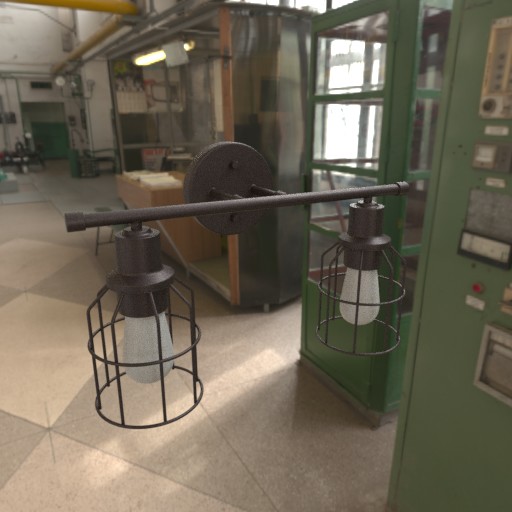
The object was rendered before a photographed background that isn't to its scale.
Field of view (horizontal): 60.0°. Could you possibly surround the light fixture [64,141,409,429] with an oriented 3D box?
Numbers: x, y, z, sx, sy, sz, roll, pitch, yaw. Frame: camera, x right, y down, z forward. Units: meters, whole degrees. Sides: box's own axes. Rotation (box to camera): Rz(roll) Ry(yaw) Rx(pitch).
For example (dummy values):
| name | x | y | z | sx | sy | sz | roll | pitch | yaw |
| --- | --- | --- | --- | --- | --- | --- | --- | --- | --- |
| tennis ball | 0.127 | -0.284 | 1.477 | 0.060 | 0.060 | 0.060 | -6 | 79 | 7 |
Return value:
| name | x | y | z | sx | sy | sz | roll | pitch | yaw |
| --- | --- | --- | --- | --- | --- | --- | --- | --- | --- |
| light fixture | 0.000 | 0.000 | 0.523 | 0.406 | 0.254 | 0.165 | -9 | 20 | -27 |
